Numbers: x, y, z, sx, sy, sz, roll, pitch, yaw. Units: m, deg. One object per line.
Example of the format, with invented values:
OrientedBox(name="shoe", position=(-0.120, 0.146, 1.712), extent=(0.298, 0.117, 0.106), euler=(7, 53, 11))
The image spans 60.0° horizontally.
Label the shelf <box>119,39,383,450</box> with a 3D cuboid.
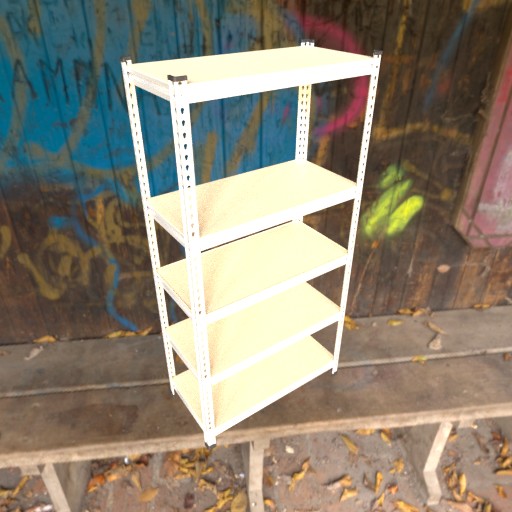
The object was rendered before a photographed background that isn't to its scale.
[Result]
OrientedBox(name="shelf", position=(0.000, 0.000, 2.180), extent=(0.914, 1.829, 0.457), euler=(-21, 38, -29))
